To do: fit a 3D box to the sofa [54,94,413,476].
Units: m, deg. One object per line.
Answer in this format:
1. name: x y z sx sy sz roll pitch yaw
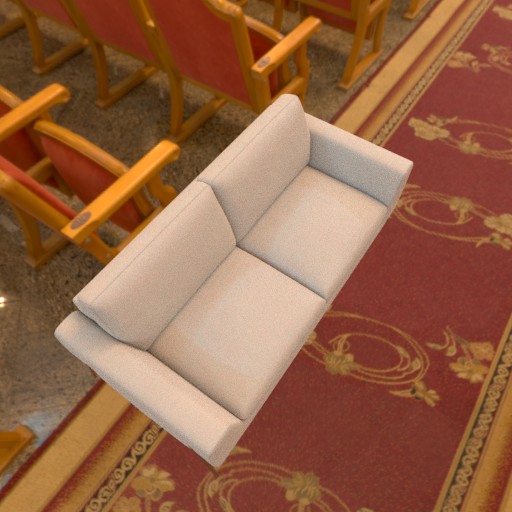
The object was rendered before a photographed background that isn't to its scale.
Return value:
1. sofa: 0.000 0.000 2.520 0.953 0.875 2.017 31 63 18
